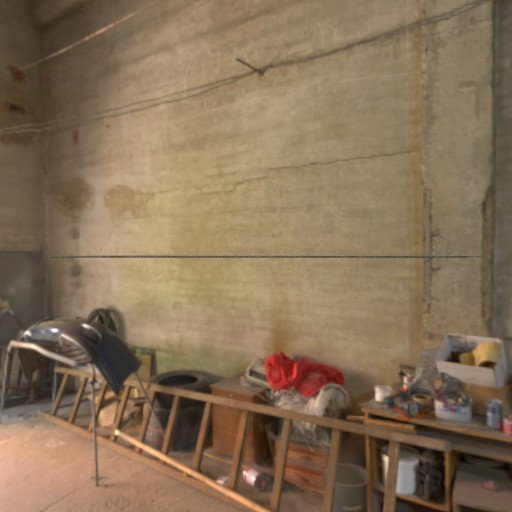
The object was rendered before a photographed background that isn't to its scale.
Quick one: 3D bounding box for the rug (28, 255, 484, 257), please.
[{"bbox_3d":[0.000,0.000,4.175,3.056,0.010,2.437,0,0,0],"label":"rug"}]
